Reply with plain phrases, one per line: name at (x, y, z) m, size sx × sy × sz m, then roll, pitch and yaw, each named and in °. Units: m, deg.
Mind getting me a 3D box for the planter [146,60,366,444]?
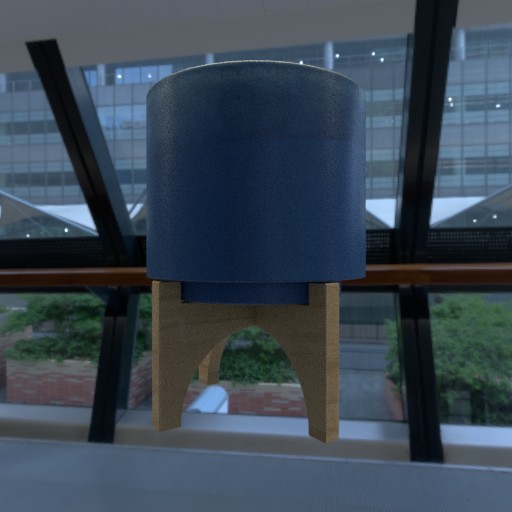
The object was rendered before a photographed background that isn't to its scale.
planter at (0.000, 0.000, 0.544) m, size 0.261 × 0.367 × 0.261 m, roll 0°, pitch 0°, yaw 0°
